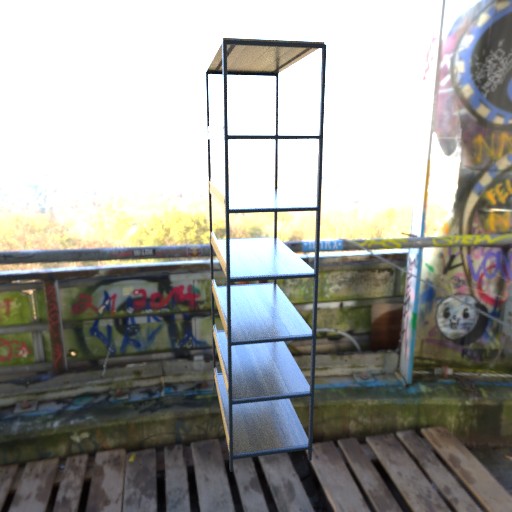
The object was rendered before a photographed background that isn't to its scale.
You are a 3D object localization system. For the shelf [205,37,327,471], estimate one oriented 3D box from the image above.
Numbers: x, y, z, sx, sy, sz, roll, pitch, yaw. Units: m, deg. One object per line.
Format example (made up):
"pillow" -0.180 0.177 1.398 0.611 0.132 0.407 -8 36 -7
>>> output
"shelf" 0.000 0.000 2.429 0.431 2.015 0.847 -3 15 -11
